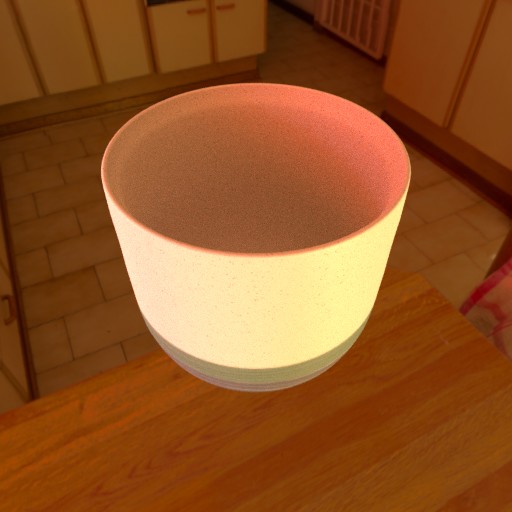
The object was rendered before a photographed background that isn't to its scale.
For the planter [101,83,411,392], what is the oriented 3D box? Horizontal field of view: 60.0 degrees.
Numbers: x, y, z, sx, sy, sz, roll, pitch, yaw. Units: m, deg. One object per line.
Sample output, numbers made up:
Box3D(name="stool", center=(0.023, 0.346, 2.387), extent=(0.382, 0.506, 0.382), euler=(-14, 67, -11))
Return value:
Box3D(name="planter", center=(0.000, 0.000, 0.487), extent=(0.268, 0.270, 0.268), euler=(0, 46, 0))
